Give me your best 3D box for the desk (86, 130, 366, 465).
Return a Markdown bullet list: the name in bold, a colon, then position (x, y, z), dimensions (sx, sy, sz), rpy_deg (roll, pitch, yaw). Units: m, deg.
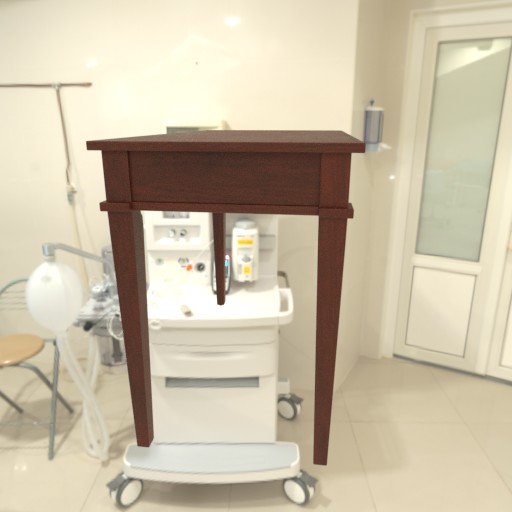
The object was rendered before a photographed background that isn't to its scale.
- **desk**: position (0.000, 0.000, 1.436), dimensions (0.549, 0.762, 1.001), rpy_deg (2, 17, 8)
